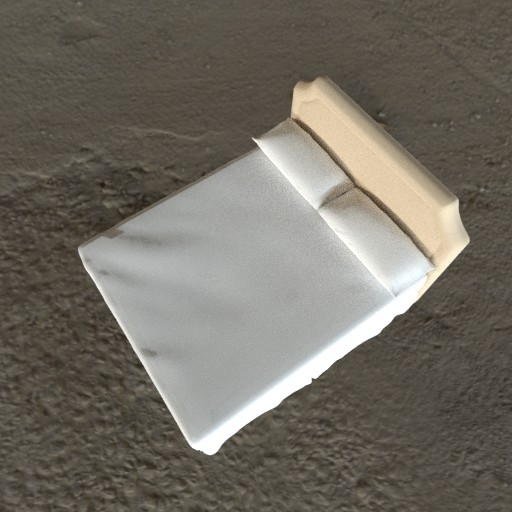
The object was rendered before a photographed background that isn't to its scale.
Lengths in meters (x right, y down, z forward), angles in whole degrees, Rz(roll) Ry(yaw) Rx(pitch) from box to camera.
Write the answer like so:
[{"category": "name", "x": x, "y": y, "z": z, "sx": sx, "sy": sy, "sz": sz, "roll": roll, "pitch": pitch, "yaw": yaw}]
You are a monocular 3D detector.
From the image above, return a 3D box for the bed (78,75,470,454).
[{"category": "bed", "x": 0.000, "y": 0.000, "z": 3.837, "sx": 2.548, "sy": 1.524, "sz": 2.134, "roll": -32, "pitch": 68, "yaw": -15}]
